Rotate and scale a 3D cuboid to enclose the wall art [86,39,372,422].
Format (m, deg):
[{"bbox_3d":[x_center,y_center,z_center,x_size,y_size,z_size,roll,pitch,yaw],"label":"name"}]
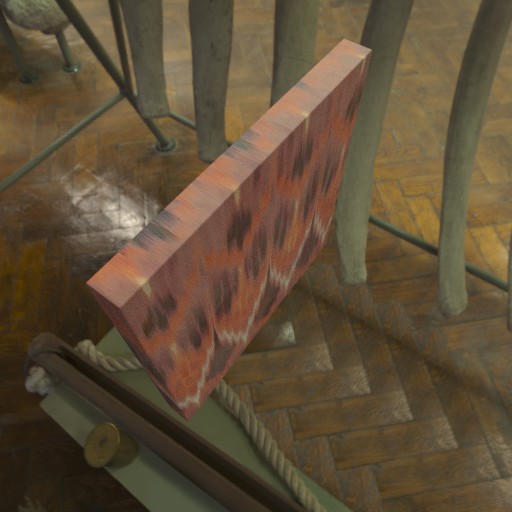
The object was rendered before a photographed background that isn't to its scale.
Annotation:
[{"bbox_3d":[0.000,0.000,0.599,0.038,0.406,0.403,32,63,18],"label":"wall art"}]
